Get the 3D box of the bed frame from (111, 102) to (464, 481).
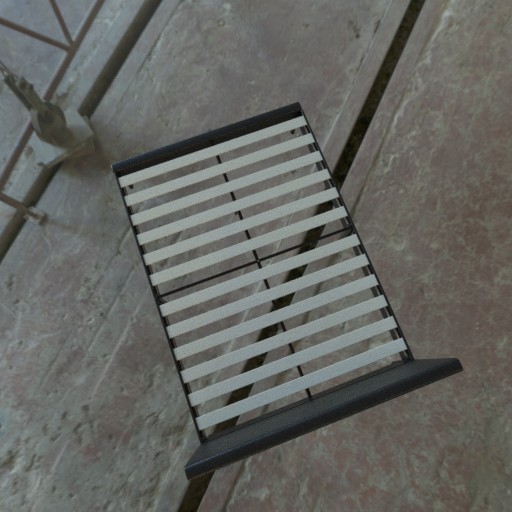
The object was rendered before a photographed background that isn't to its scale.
[{"bbox_3d":[0.000,0.000,3.215,1.634,1.127,2.318,-20,77,-5],"label":"bed frame"}]
